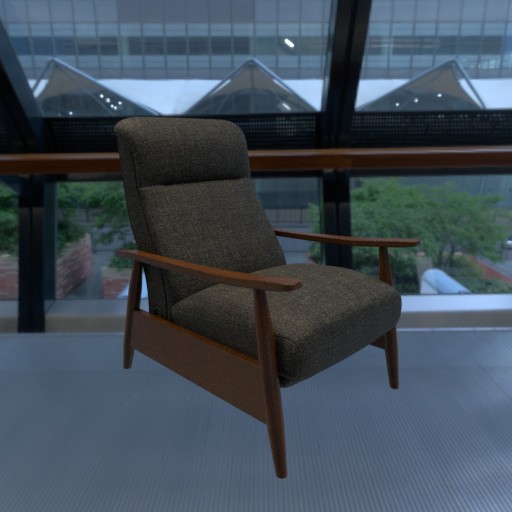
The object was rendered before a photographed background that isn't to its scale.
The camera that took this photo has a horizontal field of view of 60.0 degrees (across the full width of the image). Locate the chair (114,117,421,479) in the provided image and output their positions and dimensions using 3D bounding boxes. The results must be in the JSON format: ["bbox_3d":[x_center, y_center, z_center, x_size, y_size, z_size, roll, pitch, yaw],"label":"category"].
[{"bbox_3d":[0.000,0.000,1.778,0.762,1.082,1.014,-14,21,-43],"label":"chair"}]
